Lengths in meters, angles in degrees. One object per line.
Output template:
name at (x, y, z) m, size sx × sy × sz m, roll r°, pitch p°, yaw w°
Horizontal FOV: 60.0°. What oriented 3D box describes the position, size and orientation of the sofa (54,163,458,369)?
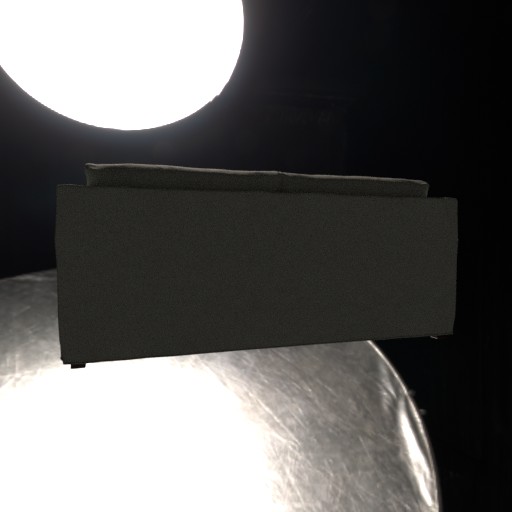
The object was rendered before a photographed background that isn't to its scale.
sofa at (0.000, 0.000, 2.481) m, size 1.987 × 0.870 × 0.940 m, roll -1°, pitch 2°, yaw -18°
